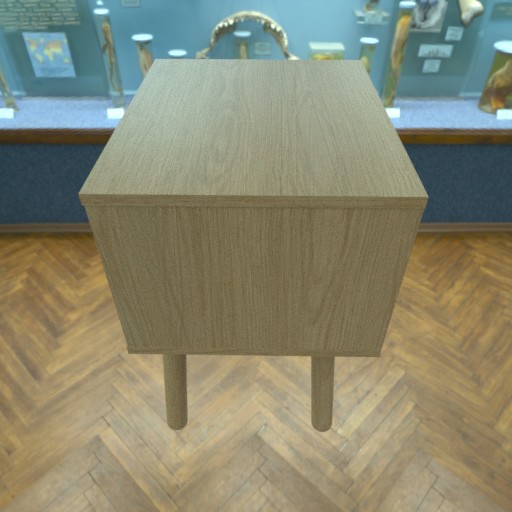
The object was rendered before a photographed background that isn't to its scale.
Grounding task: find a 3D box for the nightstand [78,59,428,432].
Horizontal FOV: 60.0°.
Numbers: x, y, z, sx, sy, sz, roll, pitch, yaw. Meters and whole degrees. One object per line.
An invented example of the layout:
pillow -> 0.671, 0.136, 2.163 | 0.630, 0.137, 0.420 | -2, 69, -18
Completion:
nightstand -> 0.000, 0.000, 0.838 | 0.380, 0.571, 0.450 | 1, 41, 1
